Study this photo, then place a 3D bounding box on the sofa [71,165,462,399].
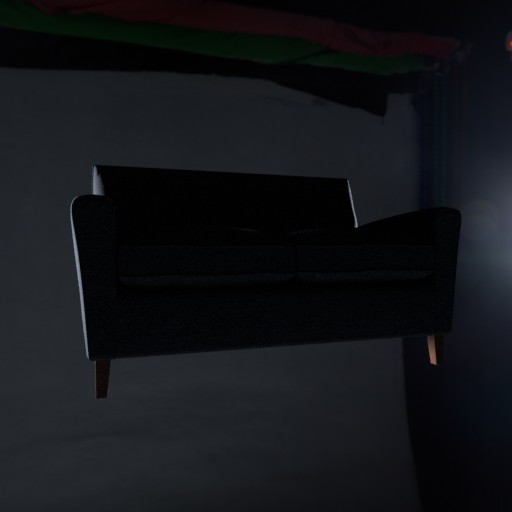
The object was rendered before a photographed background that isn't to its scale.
[{"bbox_3d":[0.000,0.000,1.914,1.420,0.846,0.875,0,1,-18],"label":"sofa"}]
